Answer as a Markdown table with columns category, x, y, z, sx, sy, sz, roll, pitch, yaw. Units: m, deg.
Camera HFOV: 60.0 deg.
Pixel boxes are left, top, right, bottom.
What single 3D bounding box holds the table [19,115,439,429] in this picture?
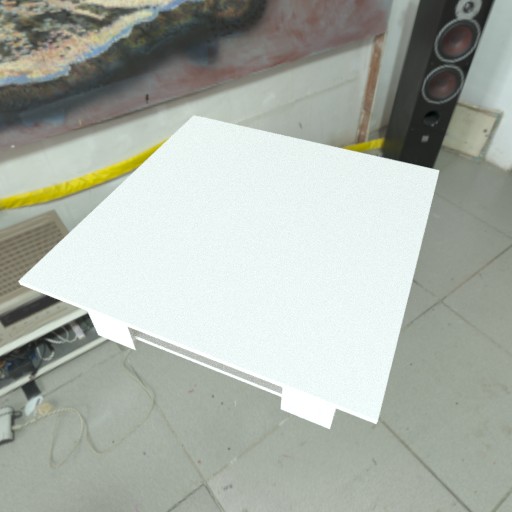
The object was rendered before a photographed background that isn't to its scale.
| category | x | y | z | sx | sy | sz | roll | pitch | yaw |
| --- | --- | --- | --- | --- | --- | --- | --- | --- | --- |
| table | 0.000 | 0.000 | 1.361 | 0.890 | 0.305 | 0.890 | 17 | 48 | 16 |
